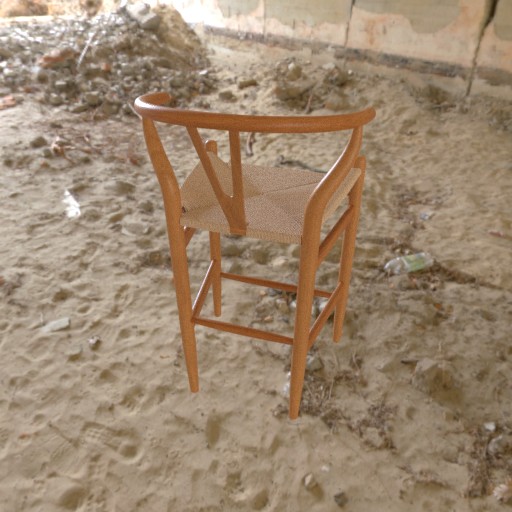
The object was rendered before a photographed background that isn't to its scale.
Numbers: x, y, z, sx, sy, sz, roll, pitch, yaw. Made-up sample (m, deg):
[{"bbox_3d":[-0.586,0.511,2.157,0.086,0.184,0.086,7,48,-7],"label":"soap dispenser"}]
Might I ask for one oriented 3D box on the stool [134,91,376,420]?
[{"bbox_3d":[0.000,0.000,1.315,0.569,0.970,0.579,10,34,15],"label":"stool"}]
